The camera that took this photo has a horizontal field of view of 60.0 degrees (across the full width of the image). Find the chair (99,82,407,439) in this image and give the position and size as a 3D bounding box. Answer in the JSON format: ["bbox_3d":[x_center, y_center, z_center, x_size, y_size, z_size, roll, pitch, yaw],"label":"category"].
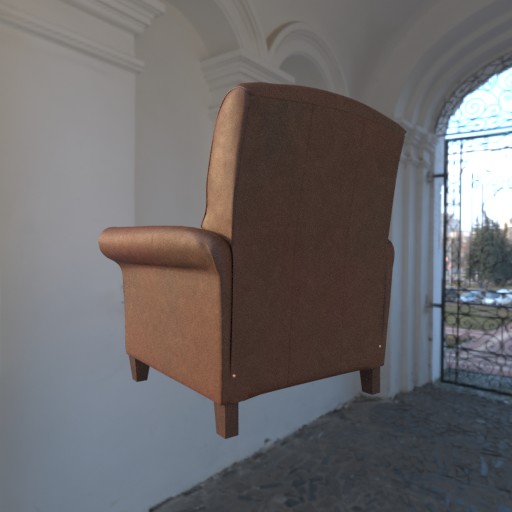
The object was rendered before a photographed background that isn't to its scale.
[{"bbox_3d":[0.000,0.000,1.769,0.978,1.061,0.902,-1,1,-36],"label":"chair"}]
